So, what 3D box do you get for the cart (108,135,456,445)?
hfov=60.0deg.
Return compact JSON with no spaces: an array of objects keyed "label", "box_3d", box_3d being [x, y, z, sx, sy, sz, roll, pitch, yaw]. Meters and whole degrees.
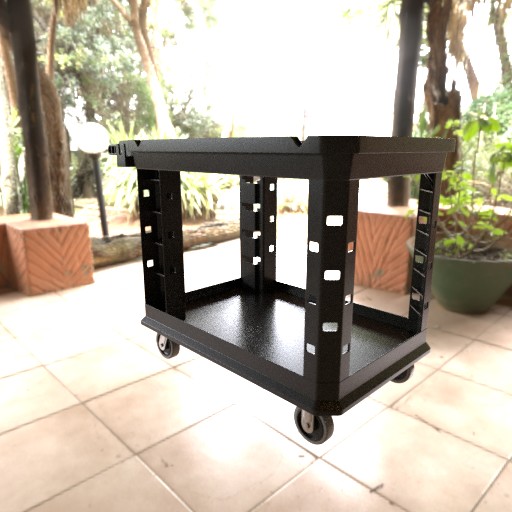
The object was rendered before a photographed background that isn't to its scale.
[{"label":"cart","box_3d":[0.000,0.000,1.743,0.674,0.884,1.239,-13,19,-43]}]
